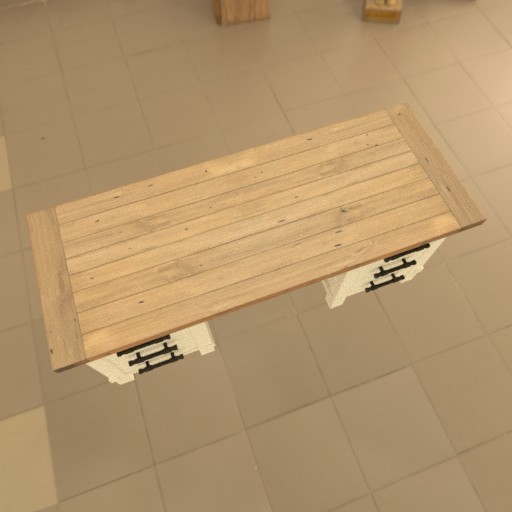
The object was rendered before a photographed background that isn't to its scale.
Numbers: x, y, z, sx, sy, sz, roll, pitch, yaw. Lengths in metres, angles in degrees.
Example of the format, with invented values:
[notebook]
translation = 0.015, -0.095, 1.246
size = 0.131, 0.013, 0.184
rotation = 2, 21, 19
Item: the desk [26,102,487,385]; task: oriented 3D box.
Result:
[desk]
translation = 0.000, 0.000, 2.199
size = 1.803, 0.760, 0.688
rotation = -18, 66, -9
